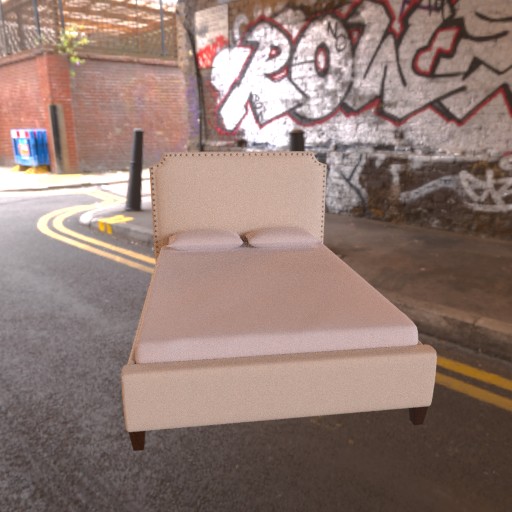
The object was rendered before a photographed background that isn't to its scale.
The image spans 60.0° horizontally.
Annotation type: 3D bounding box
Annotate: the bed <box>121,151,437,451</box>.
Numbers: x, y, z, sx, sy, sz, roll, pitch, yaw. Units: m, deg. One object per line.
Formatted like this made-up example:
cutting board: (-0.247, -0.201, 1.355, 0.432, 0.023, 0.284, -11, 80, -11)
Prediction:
bed: (0.000, 0.000, 3.352, 1.712, 1.443, 2.372, -2, 16, -8)
